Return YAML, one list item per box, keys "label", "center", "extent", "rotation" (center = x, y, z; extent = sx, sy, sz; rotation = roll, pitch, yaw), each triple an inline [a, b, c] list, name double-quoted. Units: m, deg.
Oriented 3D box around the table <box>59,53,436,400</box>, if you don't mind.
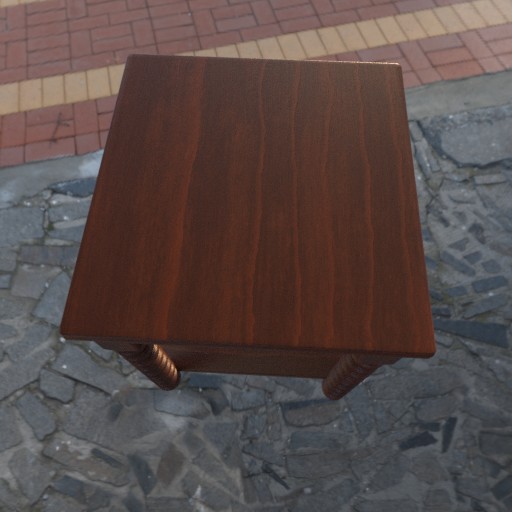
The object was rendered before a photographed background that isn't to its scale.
- label: "table"
  center: [0.000, 0.000, 0.949]
  extent: [0.500, 0.567, 0.533]
  rotation: [3, 65, 1]
